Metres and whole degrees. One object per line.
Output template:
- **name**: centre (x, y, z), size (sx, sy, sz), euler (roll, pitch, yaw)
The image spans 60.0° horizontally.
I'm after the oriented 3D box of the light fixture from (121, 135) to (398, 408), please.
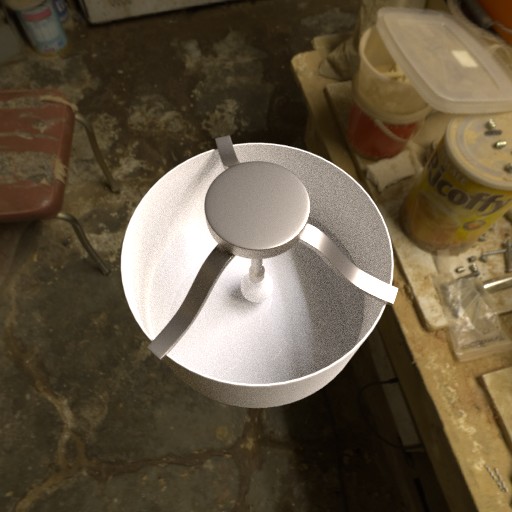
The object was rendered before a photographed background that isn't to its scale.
- **light fixture**: centre (0.000, 0.000, 0.662), size (0.395, 0.304, 0.395), euler (0, 63, 0)
